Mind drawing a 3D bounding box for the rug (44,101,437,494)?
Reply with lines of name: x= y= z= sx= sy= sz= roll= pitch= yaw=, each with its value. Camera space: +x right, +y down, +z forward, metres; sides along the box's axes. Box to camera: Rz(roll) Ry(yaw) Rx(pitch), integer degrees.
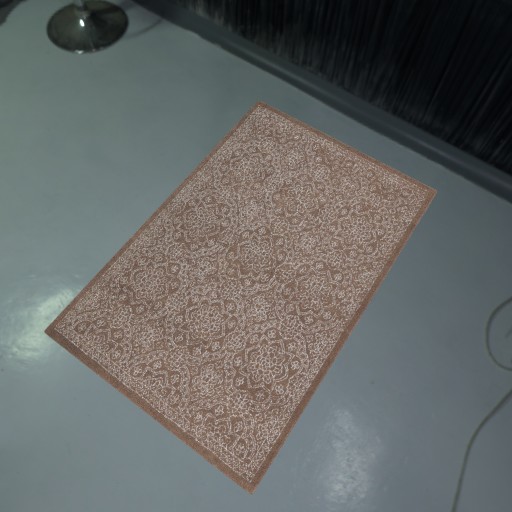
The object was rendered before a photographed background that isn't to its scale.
rug: x=0.000 y=0.000 z=2.885 sx=1.524 sy=0.011 sz=2.286 roll=32 pitch=68 yaw=15
